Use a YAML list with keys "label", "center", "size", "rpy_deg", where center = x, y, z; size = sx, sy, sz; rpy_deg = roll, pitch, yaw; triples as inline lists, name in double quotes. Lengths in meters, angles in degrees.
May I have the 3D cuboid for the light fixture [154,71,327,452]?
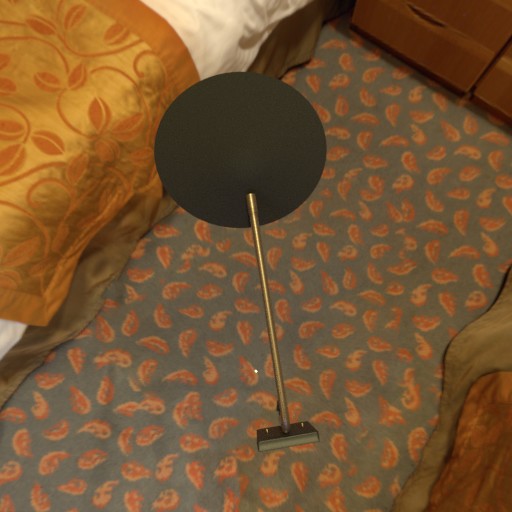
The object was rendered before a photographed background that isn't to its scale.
- label: "light fixture"
  center: [0.000, 0.000, 0.660]
  size: [0.240, 0.312, 0.516]
  rpy_deg: [-9, 76, -2]
